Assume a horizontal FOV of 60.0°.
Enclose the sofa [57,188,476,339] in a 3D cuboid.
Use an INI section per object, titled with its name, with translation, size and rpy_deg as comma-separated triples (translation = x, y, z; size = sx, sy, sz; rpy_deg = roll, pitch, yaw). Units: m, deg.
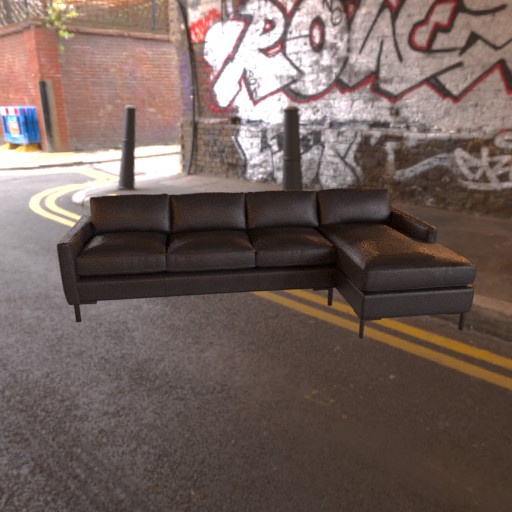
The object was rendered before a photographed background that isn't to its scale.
[sofa]
translation = 0.000, 0.000, 3.612
size = 2.993, 0.859, 1.471
rpy_deg = -3, 19, -8
